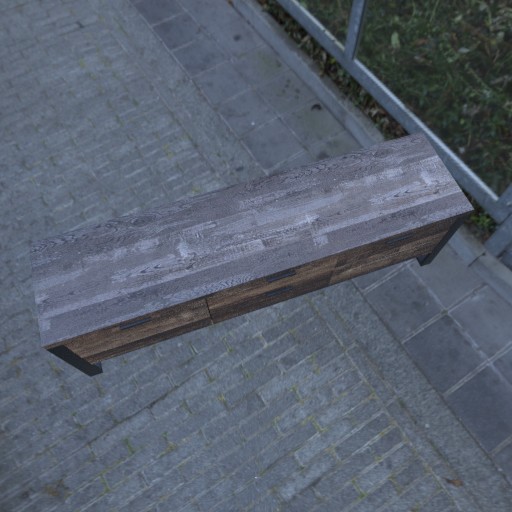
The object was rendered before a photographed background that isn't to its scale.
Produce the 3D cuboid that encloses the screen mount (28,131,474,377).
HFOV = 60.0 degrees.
[{"bbox_3d":[0.000,0.000,1.754,1.524,0.450,0.395,-17,65,-8],"label":"screen mount"}]
